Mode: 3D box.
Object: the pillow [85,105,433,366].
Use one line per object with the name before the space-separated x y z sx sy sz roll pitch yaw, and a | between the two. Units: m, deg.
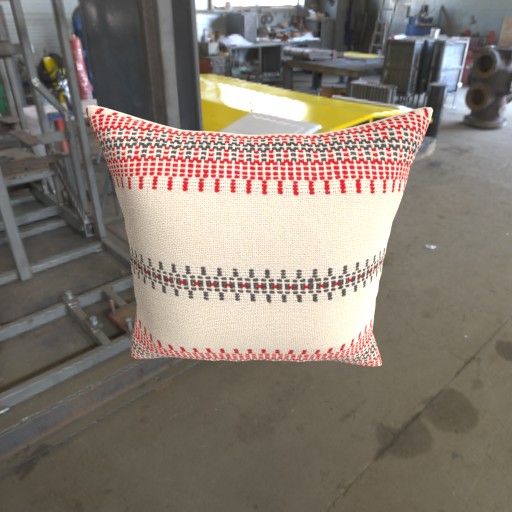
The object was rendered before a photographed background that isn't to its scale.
pillow | 0.000 0.000 0.698 0.463 0.454 0.160 1 30 2
